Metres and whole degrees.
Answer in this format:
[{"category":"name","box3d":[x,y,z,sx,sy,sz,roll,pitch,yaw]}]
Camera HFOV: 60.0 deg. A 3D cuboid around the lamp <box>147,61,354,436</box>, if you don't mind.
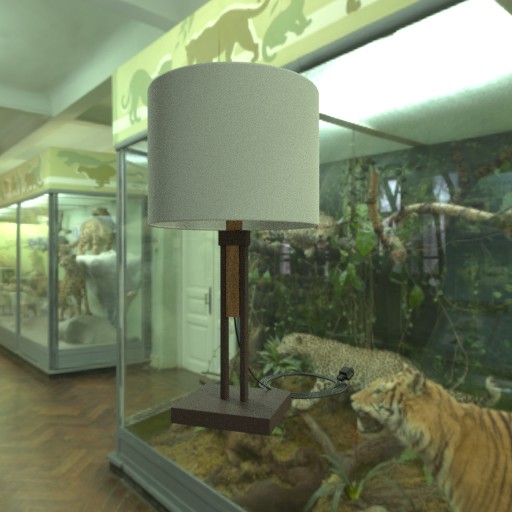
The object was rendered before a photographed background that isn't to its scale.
[{"category":"lamp","box3d":[0.000,0.000,1.010,0.396,0.668,0.525,0,0,18]}]
